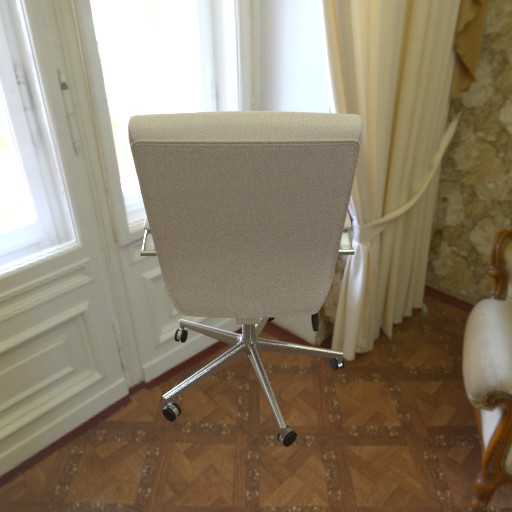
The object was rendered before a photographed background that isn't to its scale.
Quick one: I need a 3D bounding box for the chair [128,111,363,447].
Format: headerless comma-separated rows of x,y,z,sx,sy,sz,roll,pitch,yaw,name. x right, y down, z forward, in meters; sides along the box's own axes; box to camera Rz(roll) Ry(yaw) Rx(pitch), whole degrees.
0.000,0.000,1.561,0.727,1.099,0.745,0,30,-1,chair
